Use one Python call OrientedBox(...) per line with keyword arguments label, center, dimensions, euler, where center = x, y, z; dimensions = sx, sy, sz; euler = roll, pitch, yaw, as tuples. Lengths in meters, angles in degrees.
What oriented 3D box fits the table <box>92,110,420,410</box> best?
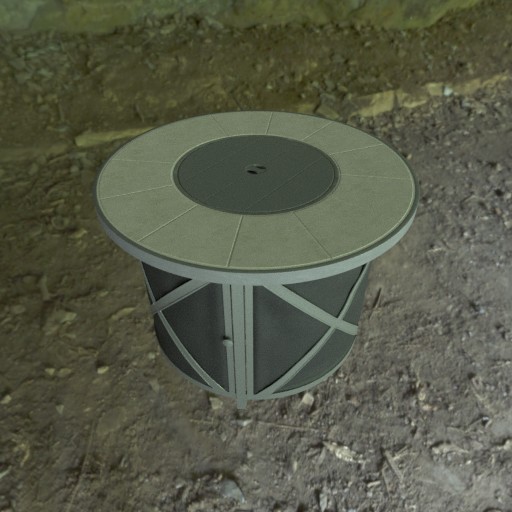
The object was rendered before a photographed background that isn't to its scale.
OrientedBox(label="table", center=(0.000, 0.000, 1.492), dimensions=(0.914, 0.650, 0.914), euler=(0, 39, 0))
